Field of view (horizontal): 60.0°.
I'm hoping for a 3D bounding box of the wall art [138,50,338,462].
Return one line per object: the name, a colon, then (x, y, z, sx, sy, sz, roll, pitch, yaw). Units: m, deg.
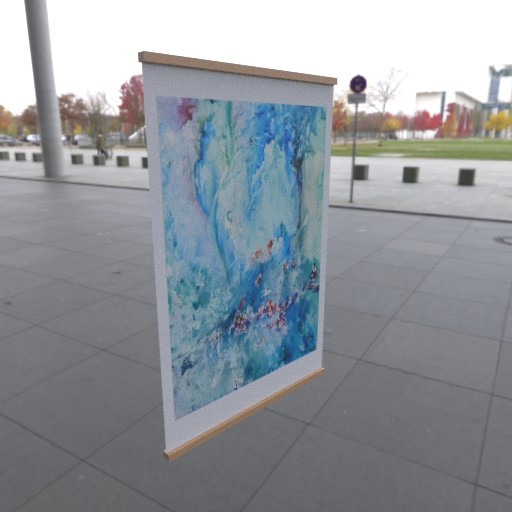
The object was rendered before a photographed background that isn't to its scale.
wall art: (0.000, 0.000, 0.774, 0.401, 0.611, 0.016, -14, 21, -42)
